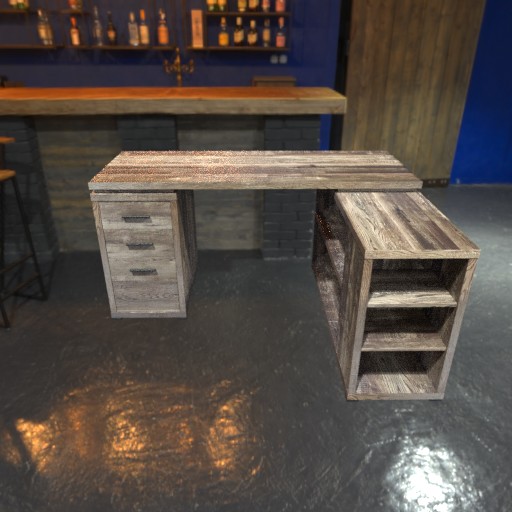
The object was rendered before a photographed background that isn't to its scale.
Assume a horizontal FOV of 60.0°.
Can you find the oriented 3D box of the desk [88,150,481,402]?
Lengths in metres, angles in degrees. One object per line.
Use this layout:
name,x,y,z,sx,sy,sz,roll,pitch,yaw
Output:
desk,0.000,0.000,2.187,1.524,0.753,1.200,0,27,-1
